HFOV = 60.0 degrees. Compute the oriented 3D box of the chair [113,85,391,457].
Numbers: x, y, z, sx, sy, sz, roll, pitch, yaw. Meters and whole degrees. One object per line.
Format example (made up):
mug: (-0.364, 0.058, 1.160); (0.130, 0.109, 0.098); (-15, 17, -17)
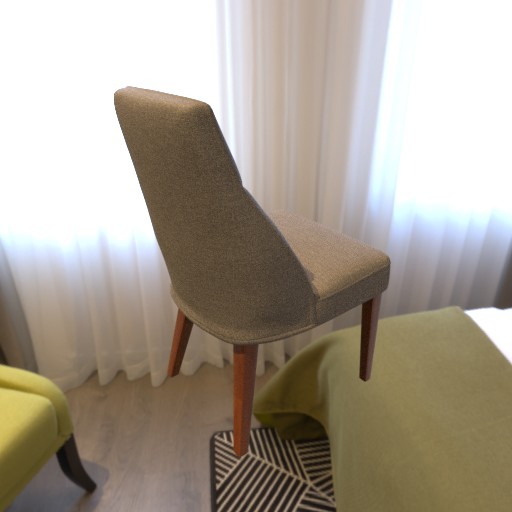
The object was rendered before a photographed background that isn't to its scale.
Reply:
chair: (0.000, 0.000, 1.268); (0.620, 0.930, 0.500); (-19, 32, -33)
